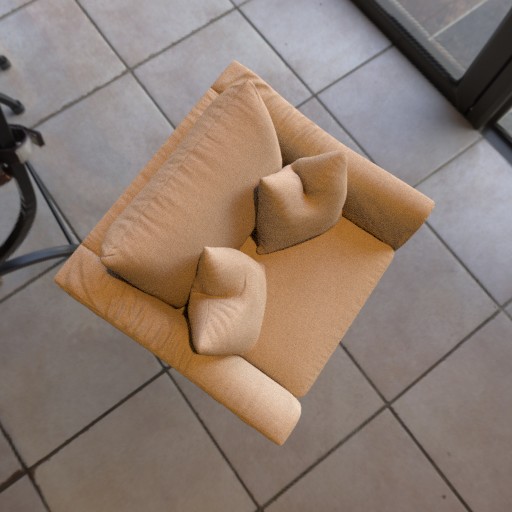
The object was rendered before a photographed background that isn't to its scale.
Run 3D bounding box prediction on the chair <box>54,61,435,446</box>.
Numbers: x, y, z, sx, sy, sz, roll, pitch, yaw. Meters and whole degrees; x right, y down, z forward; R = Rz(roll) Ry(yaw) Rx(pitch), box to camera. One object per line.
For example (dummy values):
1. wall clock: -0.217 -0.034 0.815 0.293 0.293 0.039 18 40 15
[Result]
1. chair: 0.000 0.000 2.021 1.071 1.093 1.194 34 78 8
